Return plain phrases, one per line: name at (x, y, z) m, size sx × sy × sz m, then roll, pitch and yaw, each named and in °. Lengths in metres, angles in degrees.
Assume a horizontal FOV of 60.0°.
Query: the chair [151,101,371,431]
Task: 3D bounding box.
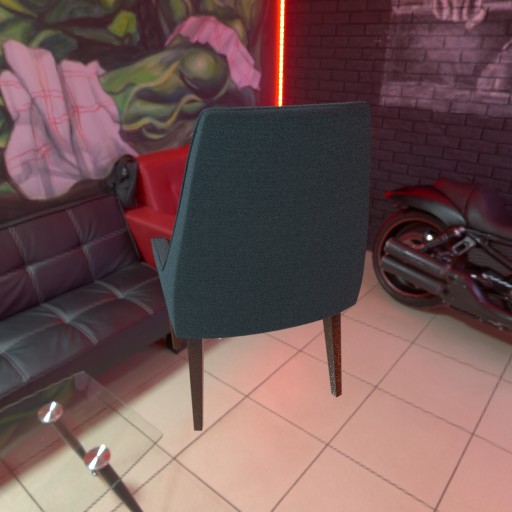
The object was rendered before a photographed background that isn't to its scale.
chair at (0.000, 0.000, 1.237) m, size 0.529 × 0.861 × 0.544 m, roll -8°, pitch 27°, yaw -16°
